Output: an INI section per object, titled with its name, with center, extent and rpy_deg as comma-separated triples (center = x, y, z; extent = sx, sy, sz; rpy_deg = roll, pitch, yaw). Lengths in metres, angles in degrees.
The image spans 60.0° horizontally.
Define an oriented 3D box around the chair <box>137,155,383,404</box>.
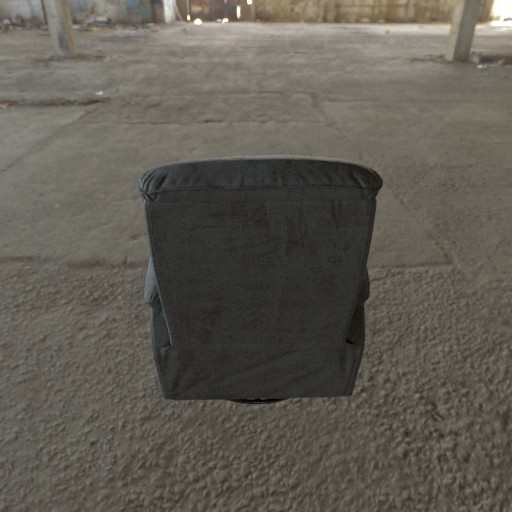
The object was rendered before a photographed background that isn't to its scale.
[chair]
center = 0.000, 0.000, 1.708
extent = 0.820, 1.037, 1.004
rpy_deg = -1, 30, -1
